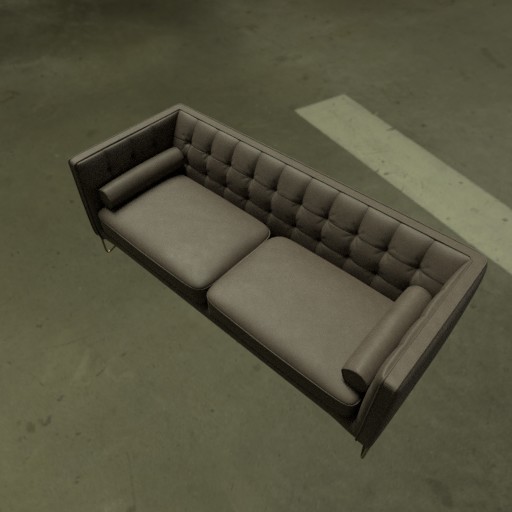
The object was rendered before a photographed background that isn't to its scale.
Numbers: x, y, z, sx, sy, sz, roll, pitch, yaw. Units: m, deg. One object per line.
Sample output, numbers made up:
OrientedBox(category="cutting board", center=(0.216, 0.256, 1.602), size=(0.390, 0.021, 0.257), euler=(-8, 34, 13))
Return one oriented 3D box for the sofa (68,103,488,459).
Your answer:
OrientedBox(category="sofa", center=(0.000, 0.000, 2.482), size=(2.087, 0.789, 0.867), euler=(33, 56, 27))
